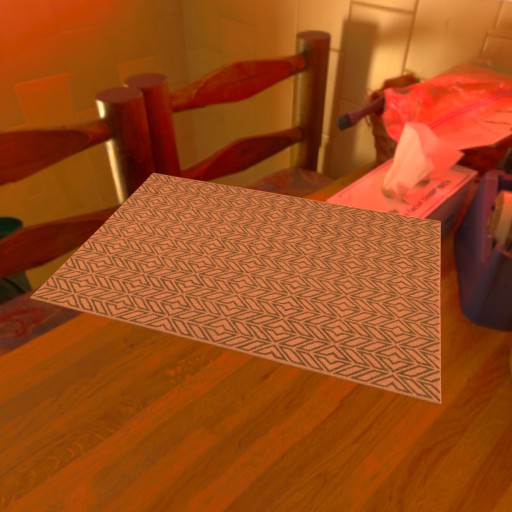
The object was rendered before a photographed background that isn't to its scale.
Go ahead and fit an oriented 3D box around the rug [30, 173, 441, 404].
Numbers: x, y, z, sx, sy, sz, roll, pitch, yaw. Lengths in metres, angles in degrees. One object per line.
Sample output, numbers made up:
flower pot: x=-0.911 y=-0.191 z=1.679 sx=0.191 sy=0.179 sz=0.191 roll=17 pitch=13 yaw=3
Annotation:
rug: x=0.000 y=0.000 z=2.302 sx=1.828 sy=0.007 sz=1.220 roll=12 pitch=41 yaw=13
